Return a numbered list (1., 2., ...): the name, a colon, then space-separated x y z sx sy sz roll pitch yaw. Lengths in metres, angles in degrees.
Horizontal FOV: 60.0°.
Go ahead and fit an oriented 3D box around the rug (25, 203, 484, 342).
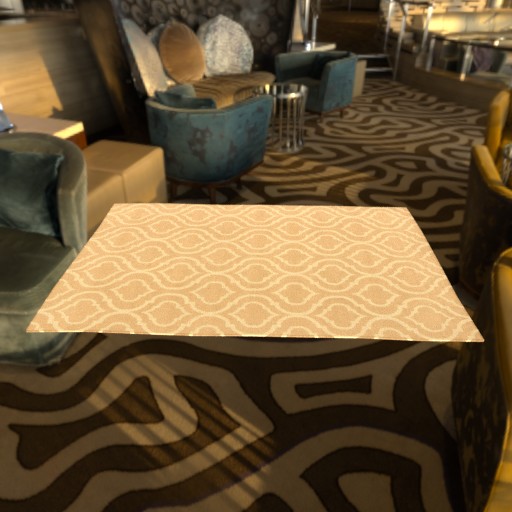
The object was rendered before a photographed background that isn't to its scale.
1. rug: 0.000 0.000 2.166 1.761 0.013 1.152 1 32 1
